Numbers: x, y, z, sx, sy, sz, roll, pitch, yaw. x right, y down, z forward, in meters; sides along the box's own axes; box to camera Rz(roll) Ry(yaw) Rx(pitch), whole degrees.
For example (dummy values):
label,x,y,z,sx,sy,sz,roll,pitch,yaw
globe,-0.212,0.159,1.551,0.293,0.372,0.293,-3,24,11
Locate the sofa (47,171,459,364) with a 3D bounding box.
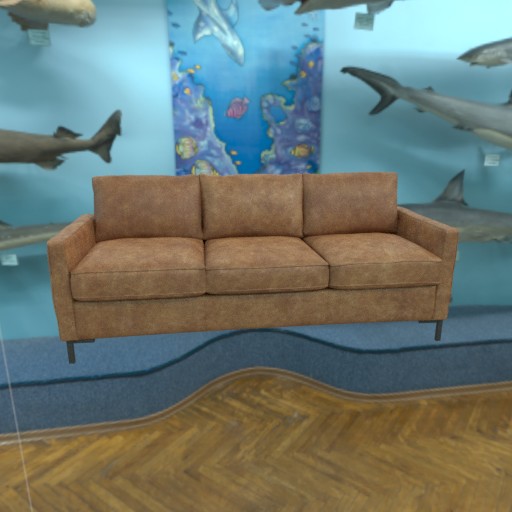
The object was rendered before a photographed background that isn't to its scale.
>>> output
label,x,y,z,sx,sy,sz,roll,pitch,yaw
sofa,0.000,0.000,2.470,2.029,0.863,0.748,-2,16,-7
